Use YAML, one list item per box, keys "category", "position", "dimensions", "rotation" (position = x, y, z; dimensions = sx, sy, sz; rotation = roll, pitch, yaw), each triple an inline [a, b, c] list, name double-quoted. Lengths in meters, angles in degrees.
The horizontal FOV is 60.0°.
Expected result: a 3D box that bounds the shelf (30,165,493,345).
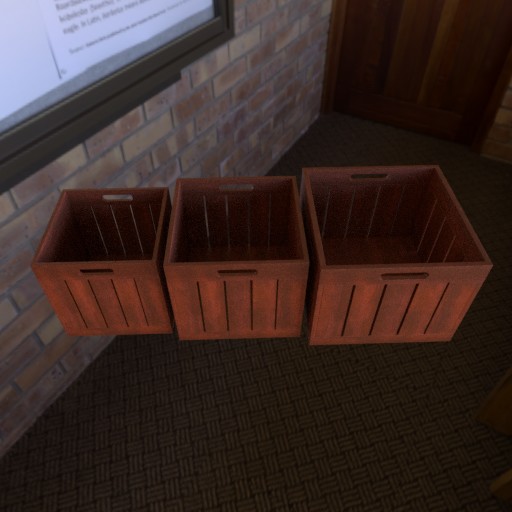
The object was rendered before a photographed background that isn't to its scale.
- category: "shelf"
  position: [0.000, 0.000, 1.242]
  dimensions: [1.064, 0.311, 0.393]
  rotation: [-1, 46, -1]
